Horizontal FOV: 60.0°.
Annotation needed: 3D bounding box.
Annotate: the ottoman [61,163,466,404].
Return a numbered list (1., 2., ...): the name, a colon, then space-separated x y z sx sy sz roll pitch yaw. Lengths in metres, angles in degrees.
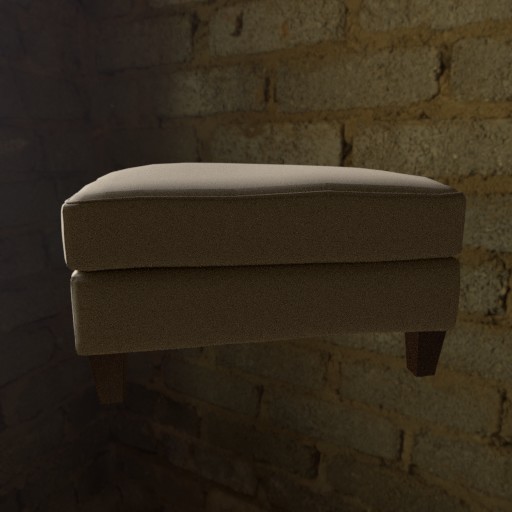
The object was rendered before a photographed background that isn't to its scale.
1. ottoman: 0.000 0.000 1.176 0.818 0.485 0.634 -2 14 -9
